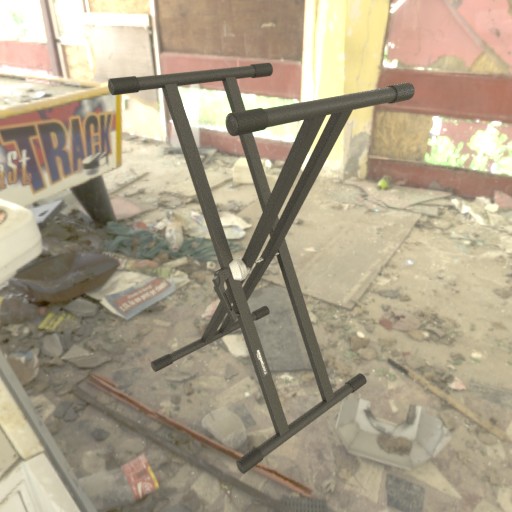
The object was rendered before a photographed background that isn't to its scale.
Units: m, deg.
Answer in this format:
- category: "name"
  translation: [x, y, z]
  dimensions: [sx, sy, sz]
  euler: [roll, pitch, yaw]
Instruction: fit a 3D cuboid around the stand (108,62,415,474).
- category: "stand"
  translation: [0.000, 0.000, 1.211]
  dimensions: [0.495, 0.900, 0.503]
  euler: [-22, 37, -33]
